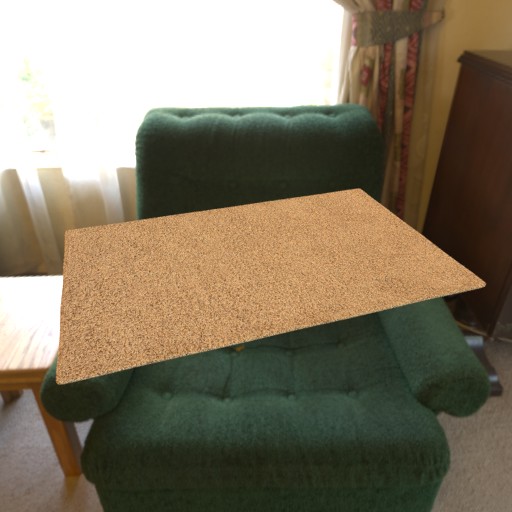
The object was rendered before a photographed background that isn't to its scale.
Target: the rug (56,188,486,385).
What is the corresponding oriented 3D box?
[{"bbox_3d":[0.000,0.000,2.965,2.438,0.030,1.524,-10,33,-16],"label":"rug"}]
